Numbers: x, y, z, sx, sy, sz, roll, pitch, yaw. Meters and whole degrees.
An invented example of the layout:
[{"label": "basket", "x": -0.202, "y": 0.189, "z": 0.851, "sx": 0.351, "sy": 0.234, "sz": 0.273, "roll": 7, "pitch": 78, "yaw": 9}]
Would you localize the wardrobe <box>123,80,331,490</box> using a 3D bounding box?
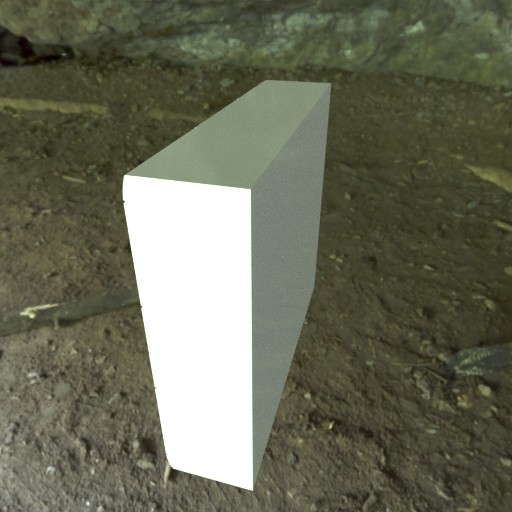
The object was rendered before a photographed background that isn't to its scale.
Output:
[{"label": "wardrobe", "x": 0.000, "y": 0.000, "z": 1.914, "sx": 0.360, "sy": 1.200, "sz": 1.340, "roll": 8, "pitch": 32, "yaw": 14}]
